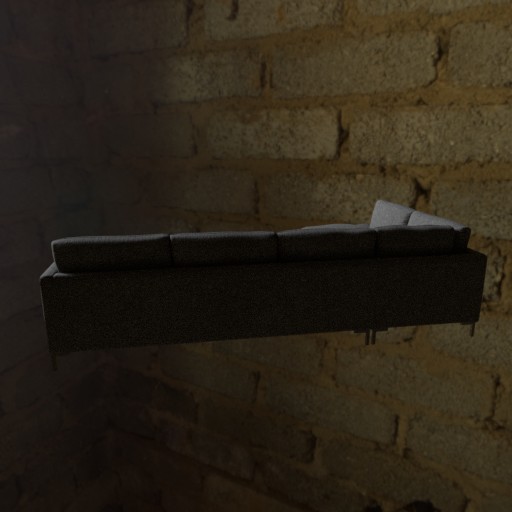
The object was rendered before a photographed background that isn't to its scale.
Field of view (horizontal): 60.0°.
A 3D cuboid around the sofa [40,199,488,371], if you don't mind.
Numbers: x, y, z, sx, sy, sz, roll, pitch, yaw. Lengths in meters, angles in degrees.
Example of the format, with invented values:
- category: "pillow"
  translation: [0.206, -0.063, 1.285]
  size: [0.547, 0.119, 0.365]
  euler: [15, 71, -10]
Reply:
- category: "sofa"
  translation: [0.000, 0.000, 3.792]
  size: [2.949, 0.815, 2.007]
  euler: [-3, 15, -9]
